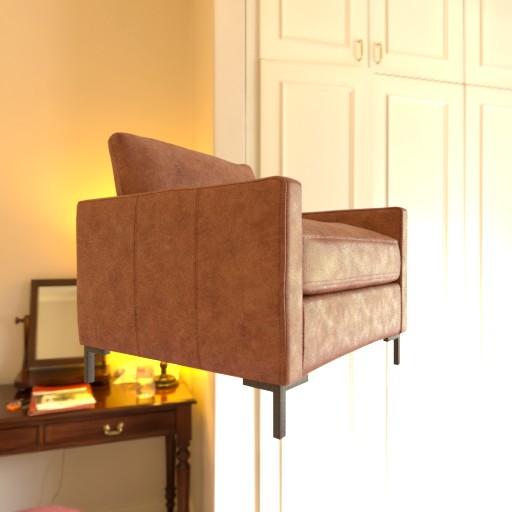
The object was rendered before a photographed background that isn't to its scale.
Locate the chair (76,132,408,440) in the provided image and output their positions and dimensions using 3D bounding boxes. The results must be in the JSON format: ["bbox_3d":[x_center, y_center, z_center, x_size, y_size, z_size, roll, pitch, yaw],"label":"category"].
[{"bbox_3d":[0.000,0.000,1.641,0.862,0.869,0.967,0,0,36],"label":"chair"}]
